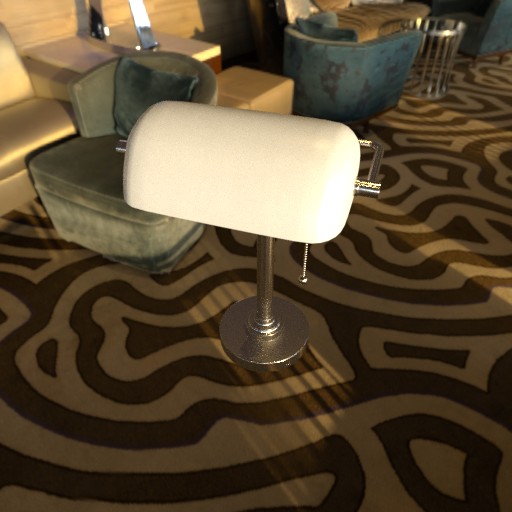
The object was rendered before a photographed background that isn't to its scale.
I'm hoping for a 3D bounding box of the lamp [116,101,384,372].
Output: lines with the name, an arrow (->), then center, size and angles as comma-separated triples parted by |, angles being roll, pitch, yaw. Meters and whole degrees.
lamp -> 0.000, 0.000, 0.566 | 0.269, 0.404, 0.227 | 12, 41, 14
